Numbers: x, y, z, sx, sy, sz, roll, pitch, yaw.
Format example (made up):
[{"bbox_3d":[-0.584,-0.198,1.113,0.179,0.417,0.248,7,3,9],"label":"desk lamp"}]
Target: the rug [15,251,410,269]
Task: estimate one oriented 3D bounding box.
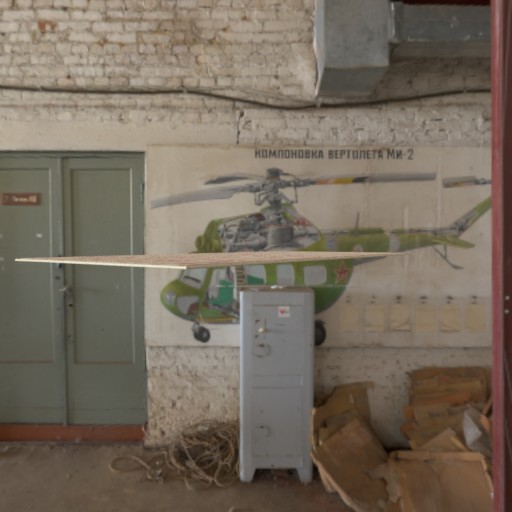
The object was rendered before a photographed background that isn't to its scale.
[{"bbox_3d":[0.000,0.000,1.417,0.604,0.007,1.219,1,2,36],"label":"rug"}]
